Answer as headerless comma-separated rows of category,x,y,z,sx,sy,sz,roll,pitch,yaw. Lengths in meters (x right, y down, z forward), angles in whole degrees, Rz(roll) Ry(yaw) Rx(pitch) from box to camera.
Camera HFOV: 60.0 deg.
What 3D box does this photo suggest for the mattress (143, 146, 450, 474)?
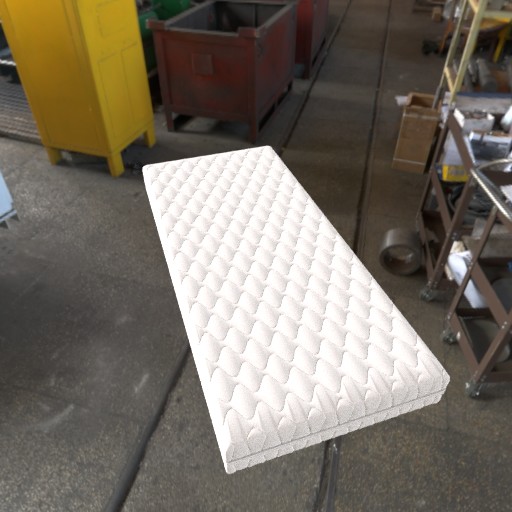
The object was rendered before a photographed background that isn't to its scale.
mattress,0.000,0.000,2.341,0.900,0.200,2.000,-13,42,-14
